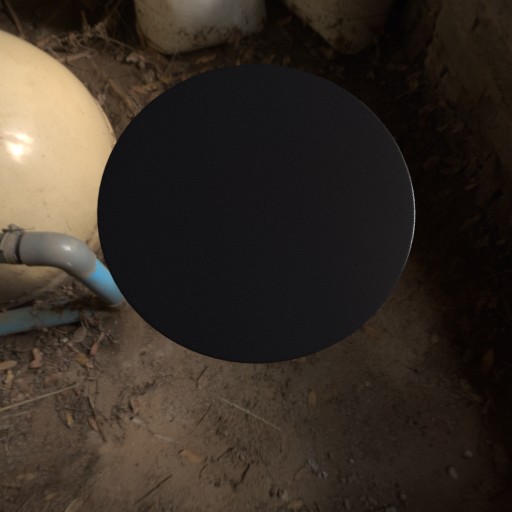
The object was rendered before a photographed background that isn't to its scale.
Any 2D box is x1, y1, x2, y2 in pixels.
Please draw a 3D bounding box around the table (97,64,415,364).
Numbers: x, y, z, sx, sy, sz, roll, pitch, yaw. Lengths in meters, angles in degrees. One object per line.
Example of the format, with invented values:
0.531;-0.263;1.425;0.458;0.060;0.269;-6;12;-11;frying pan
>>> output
0.000;0.000;0.985;0.481;0.665;0.481;0;75;0;table
